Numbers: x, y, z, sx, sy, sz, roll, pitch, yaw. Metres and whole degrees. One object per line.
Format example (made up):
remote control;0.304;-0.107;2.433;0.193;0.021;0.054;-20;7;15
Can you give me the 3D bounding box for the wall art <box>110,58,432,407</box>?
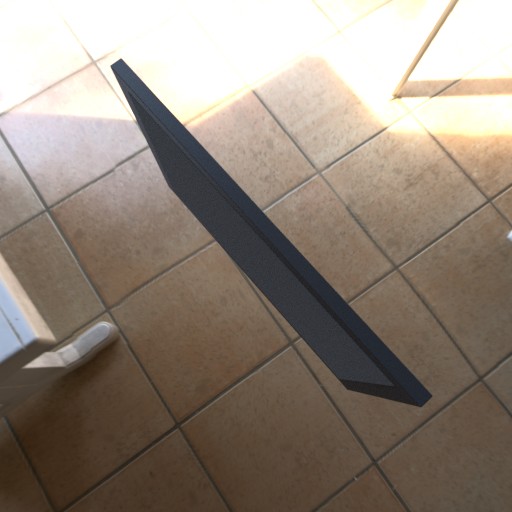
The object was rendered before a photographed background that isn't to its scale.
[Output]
wall art;0.000;0.000;0.555;0.016;0.306;0.432;-40;79;-9
